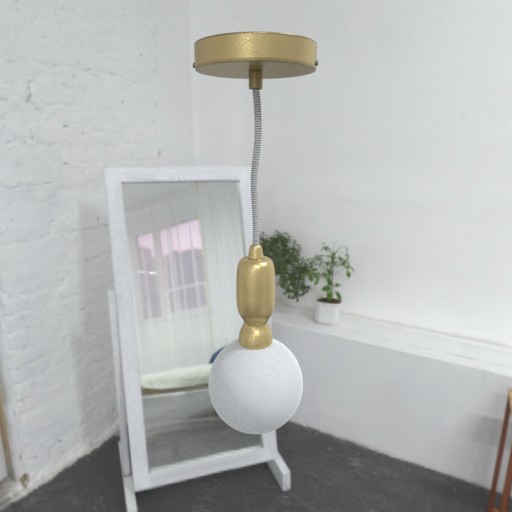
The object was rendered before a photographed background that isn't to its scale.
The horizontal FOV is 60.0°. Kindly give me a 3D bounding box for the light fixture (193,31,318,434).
[{"bbox_3d":[0.000,0.000,0.585,0.147,0.510,0.146,2,15,8],"label":"light fixture"}]
